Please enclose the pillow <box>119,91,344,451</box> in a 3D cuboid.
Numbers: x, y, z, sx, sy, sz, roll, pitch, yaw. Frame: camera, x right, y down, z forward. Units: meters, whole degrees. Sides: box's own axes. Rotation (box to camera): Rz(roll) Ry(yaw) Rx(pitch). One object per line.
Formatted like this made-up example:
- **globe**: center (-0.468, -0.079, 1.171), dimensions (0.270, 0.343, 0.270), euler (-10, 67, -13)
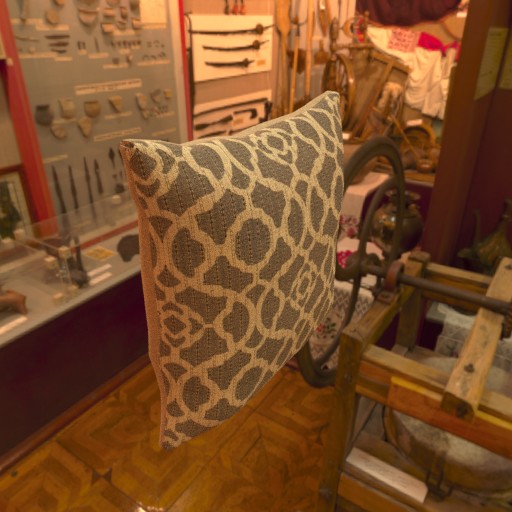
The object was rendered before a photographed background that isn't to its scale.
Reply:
- **pillow**: center (0.000, 0.000, 0.782), dimensions (0.215, 0.498, 0.508), euler (19, 33, 31)
